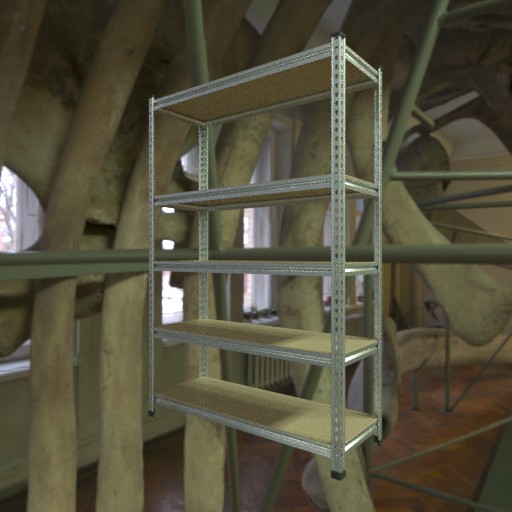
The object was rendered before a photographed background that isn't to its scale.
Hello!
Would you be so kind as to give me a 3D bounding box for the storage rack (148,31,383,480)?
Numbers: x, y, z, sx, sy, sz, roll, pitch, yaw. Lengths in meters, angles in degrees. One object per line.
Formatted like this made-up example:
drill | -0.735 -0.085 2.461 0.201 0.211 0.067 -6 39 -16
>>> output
storage rack | 0.000 0.000 2.352 1.219 1.829 0.457 0 0 37
